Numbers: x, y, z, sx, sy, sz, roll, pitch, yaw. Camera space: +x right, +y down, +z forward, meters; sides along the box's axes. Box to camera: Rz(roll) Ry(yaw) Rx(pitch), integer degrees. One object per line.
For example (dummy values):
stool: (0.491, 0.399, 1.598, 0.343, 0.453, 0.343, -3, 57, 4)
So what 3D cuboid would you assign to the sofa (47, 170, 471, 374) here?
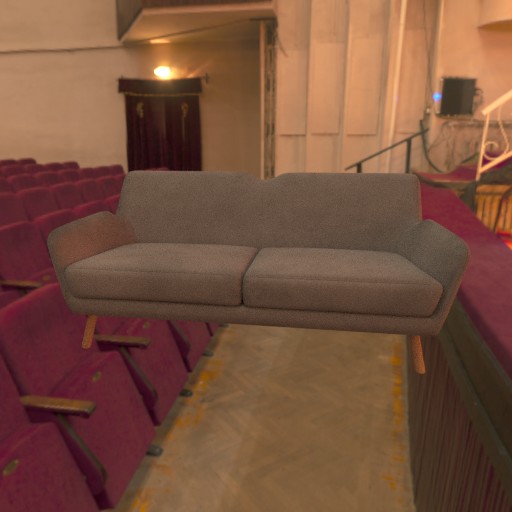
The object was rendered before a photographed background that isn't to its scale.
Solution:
sofa: (0.000, 0.000, 2.294, 1.870, 0.810, 0.850, 2, 15, 9)
